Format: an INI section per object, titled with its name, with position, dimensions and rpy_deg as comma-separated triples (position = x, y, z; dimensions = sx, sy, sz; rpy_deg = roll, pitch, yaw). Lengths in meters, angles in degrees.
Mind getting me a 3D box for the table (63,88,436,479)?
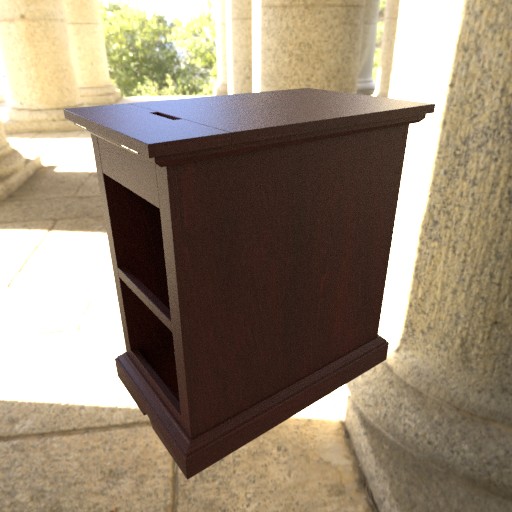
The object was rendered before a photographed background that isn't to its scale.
[table]
position = 0.000, 0.000, 0.947
dimensions = 0.584, 0.612, 0.356
rpy_deg = -18, 32, -32
